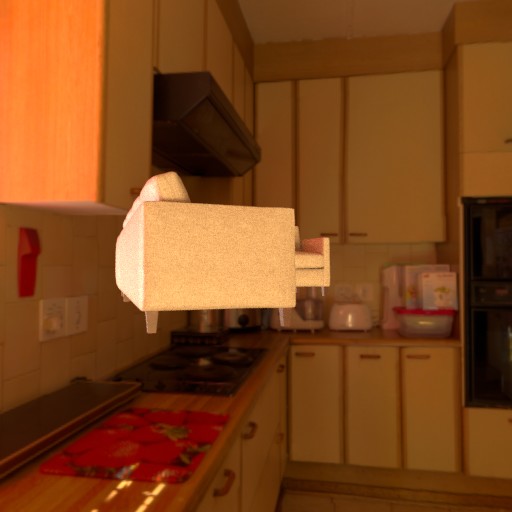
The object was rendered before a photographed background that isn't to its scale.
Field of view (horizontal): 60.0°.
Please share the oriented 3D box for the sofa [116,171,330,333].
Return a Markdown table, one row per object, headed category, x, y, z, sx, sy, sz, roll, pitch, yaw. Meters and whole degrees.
| category | x | y | z | sx | sy | sz | roll | pitch | yaw |
| --- | --- | --- | --- | --- | --- | --- | --- | --- | --- |
| sofa | 0.000 | 0.000 | 4.341 | 2.522 | 0.934 | 3.333 | 0 | -1 | -20 |
